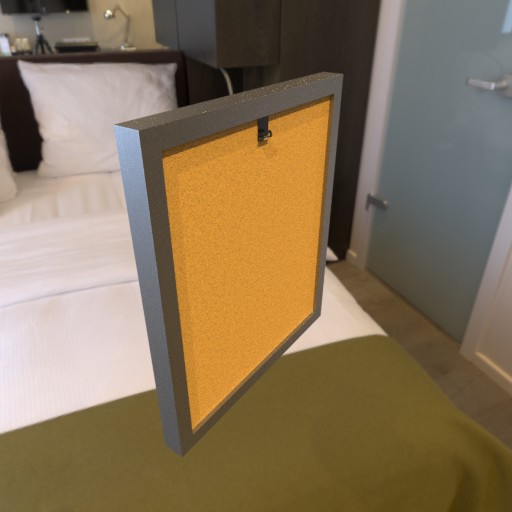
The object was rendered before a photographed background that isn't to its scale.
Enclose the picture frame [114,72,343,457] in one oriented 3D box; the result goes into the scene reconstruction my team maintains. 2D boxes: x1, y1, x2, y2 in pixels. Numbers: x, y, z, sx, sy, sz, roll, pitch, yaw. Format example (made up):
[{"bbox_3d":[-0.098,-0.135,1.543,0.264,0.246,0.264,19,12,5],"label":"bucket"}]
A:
[{"bbox_3d":[0.000,0.000,1.380,0.073,0.968,0.839,20,36,31],"label":"picture frame"}]
